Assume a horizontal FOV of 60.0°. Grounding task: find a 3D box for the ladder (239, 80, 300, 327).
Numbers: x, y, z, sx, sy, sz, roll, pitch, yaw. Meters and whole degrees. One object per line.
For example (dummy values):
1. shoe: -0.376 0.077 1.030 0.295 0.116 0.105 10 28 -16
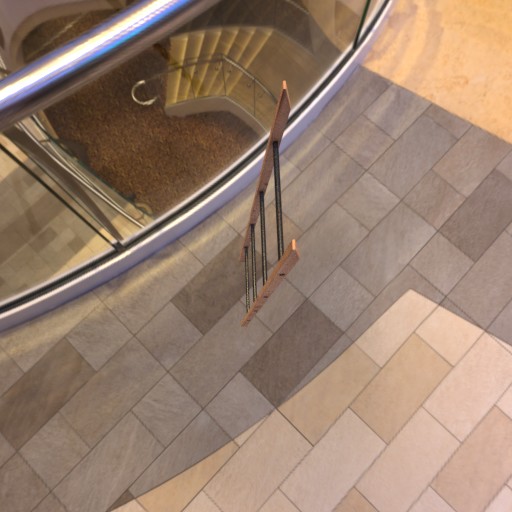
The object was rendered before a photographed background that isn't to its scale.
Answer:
1. ladder: 0.000 0.000 1.923 0.200 1.805 0.442 -2 76 0
